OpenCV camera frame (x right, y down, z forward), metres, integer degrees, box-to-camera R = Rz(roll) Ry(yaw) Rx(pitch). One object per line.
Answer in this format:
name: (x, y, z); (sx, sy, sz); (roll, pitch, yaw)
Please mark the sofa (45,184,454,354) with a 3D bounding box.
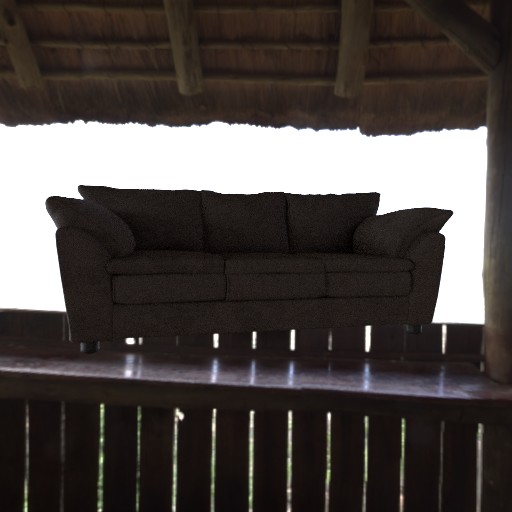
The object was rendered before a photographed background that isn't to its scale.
sofa: (0.000, 0.000, 2.851); (2.377, 0.981, 0.893); (0, 0, -16)
